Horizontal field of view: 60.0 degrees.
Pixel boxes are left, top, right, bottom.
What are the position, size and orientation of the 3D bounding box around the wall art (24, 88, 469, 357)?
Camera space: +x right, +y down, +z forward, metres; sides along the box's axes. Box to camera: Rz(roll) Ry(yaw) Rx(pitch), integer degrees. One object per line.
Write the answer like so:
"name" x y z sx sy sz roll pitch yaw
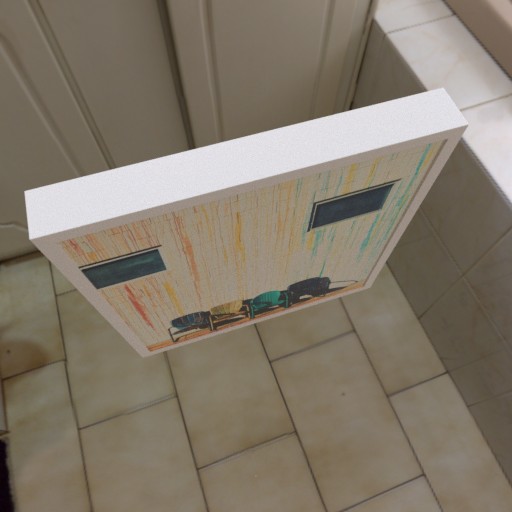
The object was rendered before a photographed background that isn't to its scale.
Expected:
"wall art" 0.000 0.000 0.437 0.305 0.305 0.038 -16 65 -8
